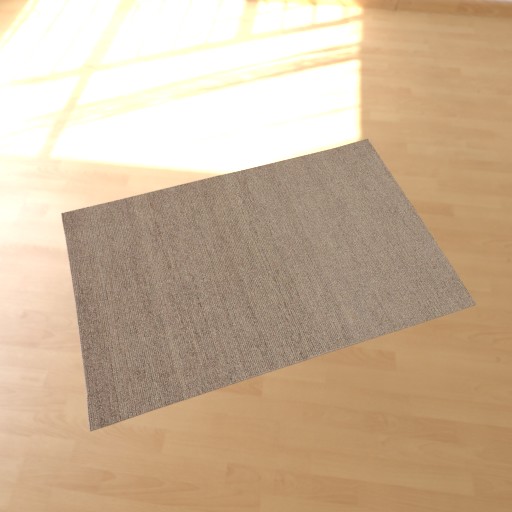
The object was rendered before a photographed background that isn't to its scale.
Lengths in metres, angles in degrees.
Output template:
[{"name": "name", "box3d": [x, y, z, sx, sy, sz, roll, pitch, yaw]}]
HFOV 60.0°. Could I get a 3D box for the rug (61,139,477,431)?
[{"name": "rug", "box3d": [0.000, 0.000, 2.199, 1.792, 0.021, 1.154, -15, 59, -10]}]
